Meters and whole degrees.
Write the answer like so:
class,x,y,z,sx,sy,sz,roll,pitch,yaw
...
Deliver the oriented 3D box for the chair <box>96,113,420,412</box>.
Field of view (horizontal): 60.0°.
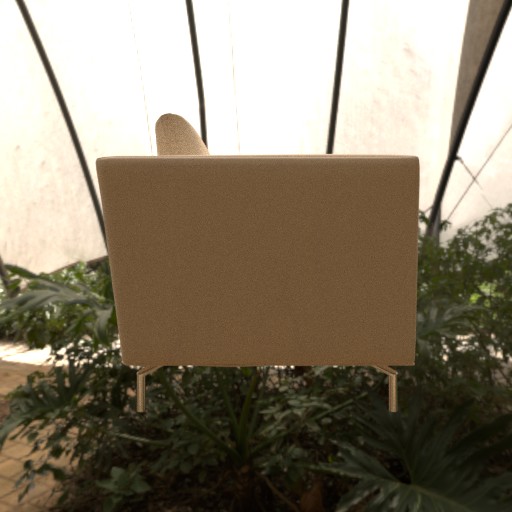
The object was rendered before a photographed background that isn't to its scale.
class,x,y,z,sx,sy,sz,roll,pitch,yaw
chair,0.000,0.000,1.676,0.889,0.865,1.041,0,-1,0
